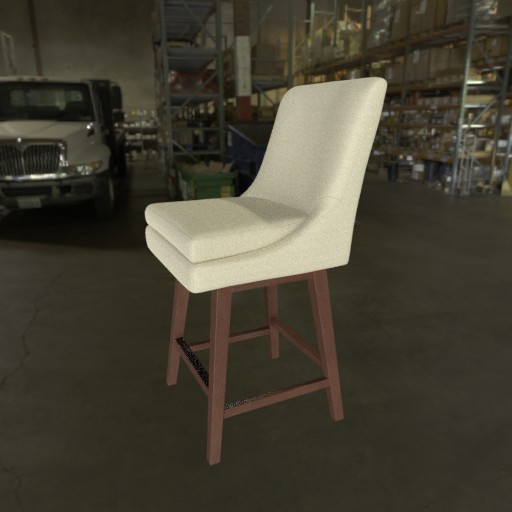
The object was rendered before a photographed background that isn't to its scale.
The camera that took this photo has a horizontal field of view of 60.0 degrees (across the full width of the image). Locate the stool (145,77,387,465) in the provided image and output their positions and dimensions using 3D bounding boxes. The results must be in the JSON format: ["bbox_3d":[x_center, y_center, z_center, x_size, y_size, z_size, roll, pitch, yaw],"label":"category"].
[{"bbox_3d":[0.000,0.000,1.329,0.559,0.991,0.483,-8,19,-25],"label":"stool"}]
